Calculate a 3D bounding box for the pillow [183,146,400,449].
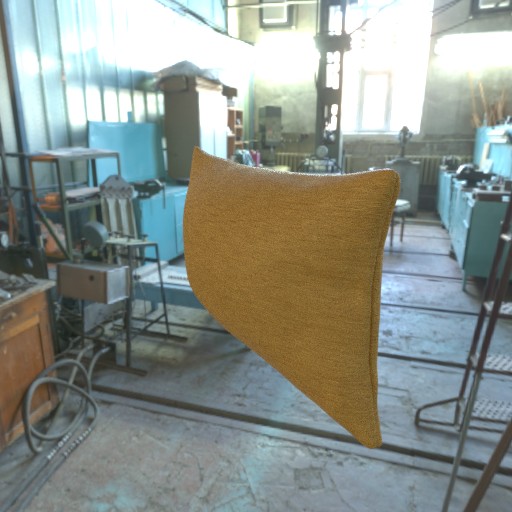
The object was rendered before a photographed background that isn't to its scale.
[{"bbox_3d":[0.000,0.000,0.775,0.210,0.354,0.634,-8,18,-26],"label":"pillow"}]
